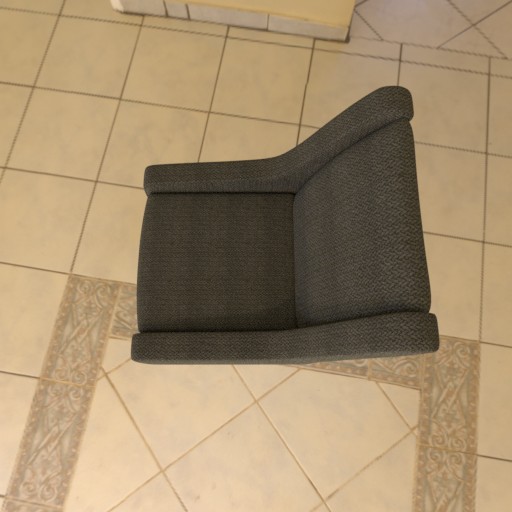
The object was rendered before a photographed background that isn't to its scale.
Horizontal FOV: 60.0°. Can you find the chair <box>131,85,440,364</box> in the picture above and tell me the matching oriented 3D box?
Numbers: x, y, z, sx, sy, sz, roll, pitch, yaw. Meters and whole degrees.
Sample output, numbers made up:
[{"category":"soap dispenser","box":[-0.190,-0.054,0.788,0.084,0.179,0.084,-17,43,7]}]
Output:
[{"category":"chair","box":[0.000,0.000,1.694,0.944,1.012,0.793,0,74,0]}]
